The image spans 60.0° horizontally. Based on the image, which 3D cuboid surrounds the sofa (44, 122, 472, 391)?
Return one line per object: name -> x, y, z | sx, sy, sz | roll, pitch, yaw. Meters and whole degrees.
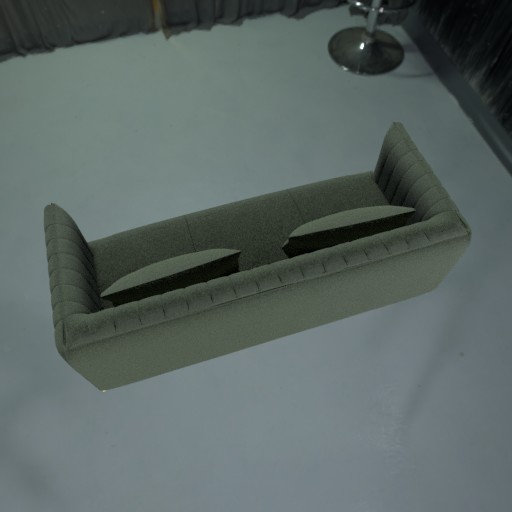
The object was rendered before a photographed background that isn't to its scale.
sofa -> 0.000, 0.000, 2.581 | 2.137, 0.793, 0.896 | -15, 61, -9
